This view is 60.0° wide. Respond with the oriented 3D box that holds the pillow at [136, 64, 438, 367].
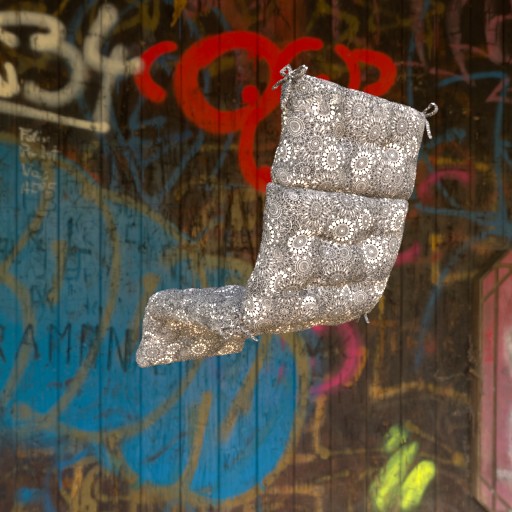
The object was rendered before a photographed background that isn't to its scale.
[{"bbox_3d":[0.000,0.000,1.474,0.526,0.863,1.016,0,0,-35],"label":"pillow"}]
